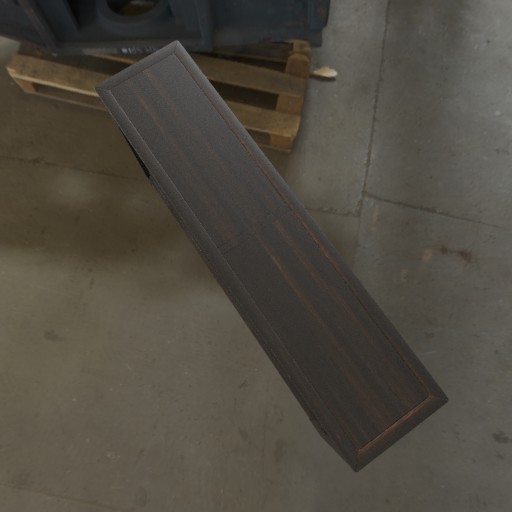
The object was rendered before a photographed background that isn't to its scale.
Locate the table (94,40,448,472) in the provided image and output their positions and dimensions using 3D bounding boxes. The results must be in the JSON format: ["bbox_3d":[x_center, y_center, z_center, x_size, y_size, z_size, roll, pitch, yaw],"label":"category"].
[{"bbox_3d":[0.000,0.000,1.910,0.384,0.762,1.631,-34,78,-8],"label":"table"}]
